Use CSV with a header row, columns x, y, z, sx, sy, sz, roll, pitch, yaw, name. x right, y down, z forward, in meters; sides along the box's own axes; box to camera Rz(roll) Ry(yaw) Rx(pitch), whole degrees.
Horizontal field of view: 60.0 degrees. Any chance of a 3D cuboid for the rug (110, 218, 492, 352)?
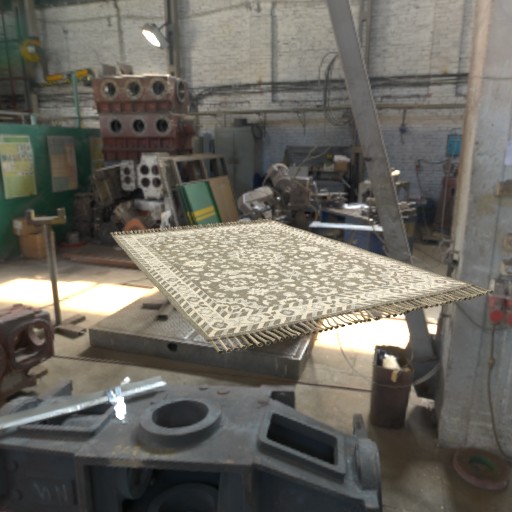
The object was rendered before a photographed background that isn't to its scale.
x,y,z,sx,sy,sz,roll,pitch,yaw,name
0.000,0.000,2.976,1.530,0.025,2.431,-7,16,-26,rug
